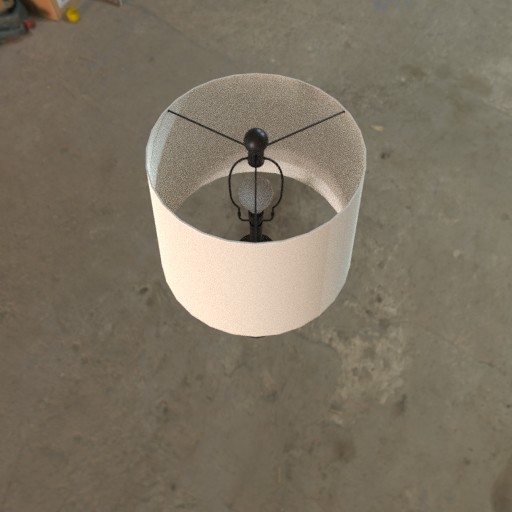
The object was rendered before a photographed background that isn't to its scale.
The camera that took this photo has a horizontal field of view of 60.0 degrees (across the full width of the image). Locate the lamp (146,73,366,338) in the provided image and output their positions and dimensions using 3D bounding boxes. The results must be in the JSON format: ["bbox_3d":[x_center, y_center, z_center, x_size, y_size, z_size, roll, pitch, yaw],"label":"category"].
[{"bbox_3d":[0.000,0.000,0.853,0.349,0.667,0.349,0,62,0],"label":"lamp"}]
